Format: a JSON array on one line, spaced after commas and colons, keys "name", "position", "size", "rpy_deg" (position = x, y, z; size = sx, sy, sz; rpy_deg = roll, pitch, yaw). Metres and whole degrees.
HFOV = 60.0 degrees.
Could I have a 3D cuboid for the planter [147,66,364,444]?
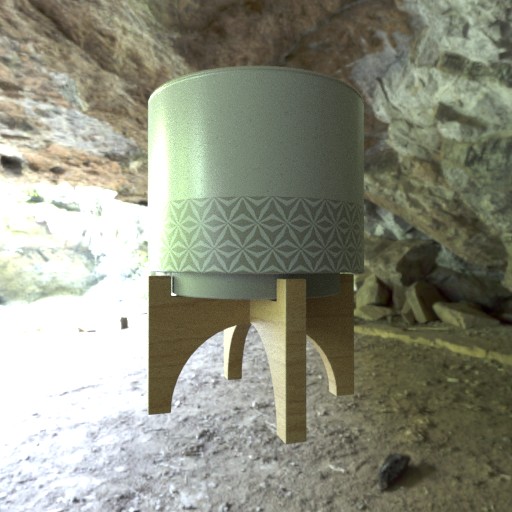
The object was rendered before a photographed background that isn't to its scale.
[{"name": "planter", "position": [0.000, 0.000, 0.396], "size": [0.188, 0.260, 0.188], "rpy_deg": [0, -1, 0]}]
